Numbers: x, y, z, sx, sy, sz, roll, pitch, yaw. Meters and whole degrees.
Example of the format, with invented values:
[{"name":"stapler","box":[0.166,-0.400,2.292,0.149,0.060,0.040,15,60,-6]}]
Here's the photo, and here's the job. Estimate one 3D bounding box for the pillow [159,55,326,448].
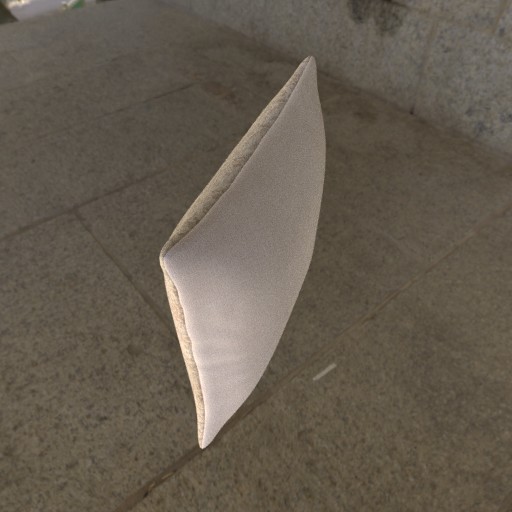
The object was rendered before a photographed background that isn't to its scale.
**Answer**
[{"name":"pillow","box":[0.000,0.000,0.781,0.166,0.510,0.523,16,48,14]}]
